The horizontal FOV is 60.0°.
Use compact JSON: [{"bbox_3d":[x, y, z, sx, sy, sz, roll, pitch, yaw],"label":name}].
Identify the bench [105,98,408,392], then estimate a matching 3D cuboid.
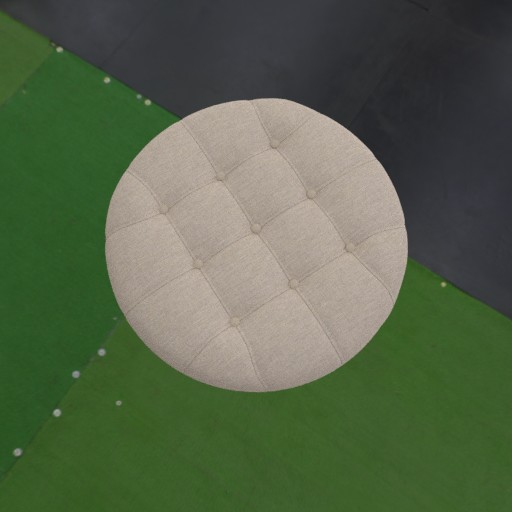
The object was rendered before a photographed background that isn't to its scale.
[{"bbox_3d":[0.000,0.000,1.040,0.600,0.454,0.600,0,75,0],"label":"bench"}]
